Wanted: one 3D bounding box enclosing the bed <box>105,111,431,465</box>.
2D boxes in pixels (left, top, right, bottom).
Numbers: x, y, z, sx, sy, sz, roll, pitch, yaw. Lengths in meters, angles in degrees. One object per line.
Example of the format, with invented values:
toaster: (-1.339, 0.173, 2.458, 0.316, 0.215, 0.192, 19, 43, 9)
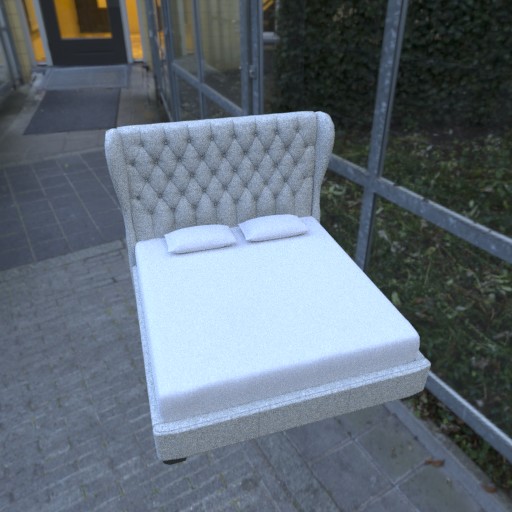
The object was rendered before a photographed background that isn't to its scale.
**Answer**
bed: (0.000, 0.000, 3.829, 2.219, 1.771, 2.347, -9, 34, -14)
